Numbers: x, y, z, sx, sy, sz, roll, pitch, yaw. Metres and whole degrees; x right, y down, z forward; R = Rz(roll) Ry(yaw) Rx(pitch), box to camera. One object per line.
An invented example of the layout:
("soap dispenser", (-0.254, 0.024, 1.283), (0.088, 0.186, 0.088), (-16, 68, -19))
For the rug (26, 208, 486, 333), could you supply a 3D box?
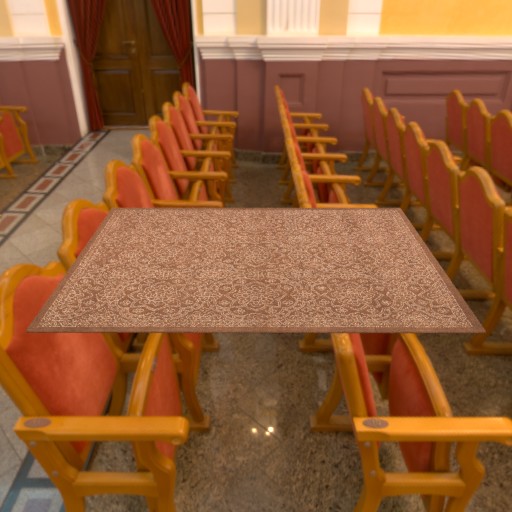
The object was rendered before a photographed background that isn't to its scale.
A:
("rug", (0.000, 0.000, 2.854), (2.286, 0.011, 1.524), (0, 30, 0))
